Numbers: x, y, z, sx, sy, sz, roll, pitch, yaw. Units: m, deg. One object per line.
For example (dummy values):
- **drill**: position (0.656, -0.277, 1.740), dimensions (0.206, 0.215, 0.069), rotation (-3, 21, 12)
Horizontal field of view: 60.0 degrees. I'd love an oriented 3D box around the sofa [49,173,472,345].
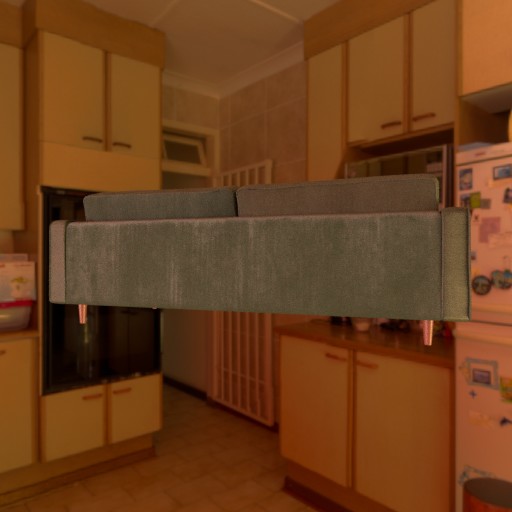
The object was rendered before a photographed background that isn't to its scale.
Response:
- **sofa**: position (0.000, 0.000, 2.591), dimensions (2.199, 0.769, 0.918), rotation (0, 0, 20)
